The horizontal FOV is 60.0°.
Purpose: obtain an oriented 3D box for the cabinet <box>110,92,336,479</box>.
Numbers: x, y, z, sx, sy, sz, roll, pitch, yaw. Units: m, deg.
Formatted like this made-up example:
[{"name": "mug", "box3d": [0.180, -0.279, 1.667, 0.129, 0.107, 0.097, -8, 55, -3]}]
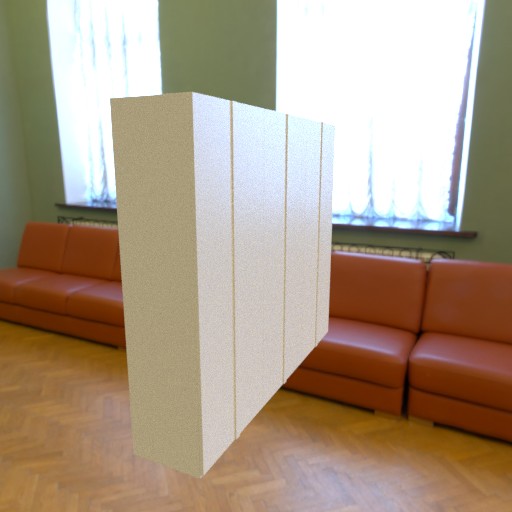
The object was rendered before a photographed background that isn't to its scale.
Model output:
[{"name": "cabinet", "box3d": [0.000, 0.000, 3.907, 0.590, 2.370, 2.700, 6, 14, 25]}]
